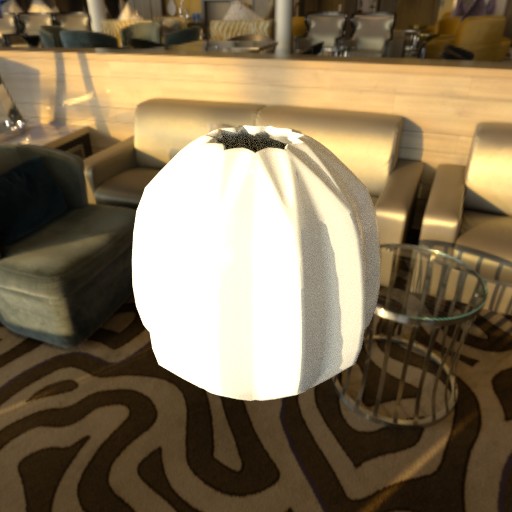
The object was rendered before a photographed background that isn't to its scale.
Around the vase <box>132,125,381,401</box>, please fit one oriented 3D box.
[{"bbox_3d":[0.000,0.000,0.250,0.139,0.134,0.139,0,30,0],"label":"vase"}]
